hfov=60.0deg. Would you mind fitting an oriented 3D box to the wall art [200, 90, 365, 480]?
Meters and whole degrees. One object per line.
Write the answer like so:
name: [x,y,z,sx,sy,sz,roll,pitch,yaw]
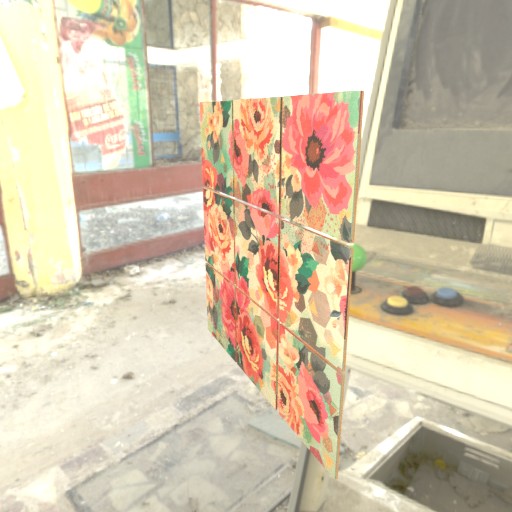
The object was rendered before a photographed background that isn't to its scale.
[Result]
wall art: [0.000,0.000,1.817,0.013,1.220,1.216,-8,19,-25]
